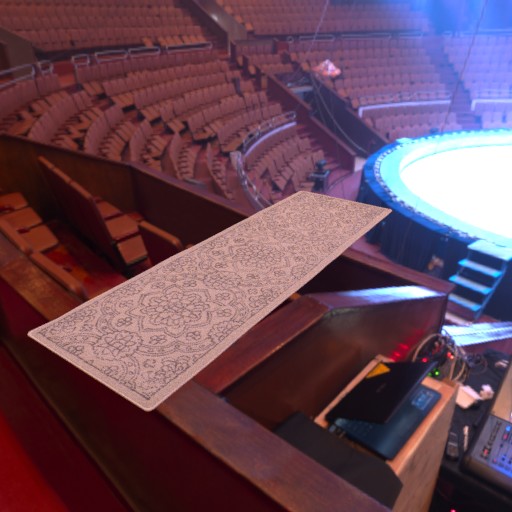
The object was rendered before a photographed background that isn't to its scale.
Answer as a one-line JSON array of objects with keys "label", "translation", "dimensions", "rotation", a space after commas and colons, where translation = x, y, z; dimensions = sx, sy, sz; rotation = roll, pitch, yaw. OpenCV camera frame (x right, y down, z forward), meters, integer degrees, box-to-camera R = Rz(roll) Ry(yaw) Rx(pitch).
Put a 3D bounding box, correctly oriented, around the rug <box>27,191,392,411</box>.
[{"label": "rug", "translation": [0.000, 0.000, 2.649], "dimensions": [0.806, 0.006, 2.431], "rotation": [18, 32, 31]}]
